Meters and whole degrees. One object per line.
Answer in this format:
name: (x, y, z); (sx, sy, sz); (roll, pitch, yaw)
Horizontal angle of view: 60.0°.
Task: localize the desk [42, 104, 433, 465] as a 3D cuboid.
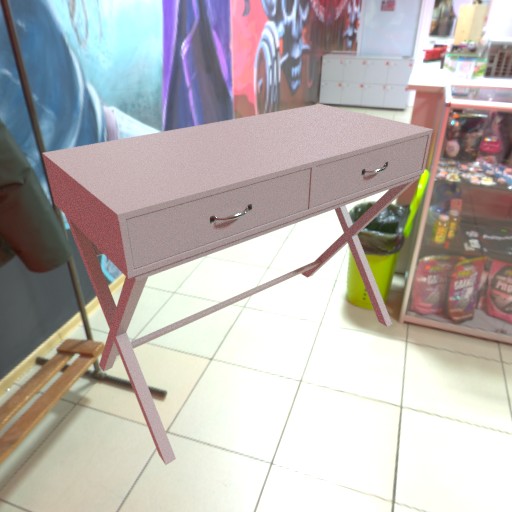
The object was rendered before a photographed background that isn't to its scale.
desk: (0.000, 0.000, 1.495); (1.057, 0.780, 0.525); (-21, 36, -32)
